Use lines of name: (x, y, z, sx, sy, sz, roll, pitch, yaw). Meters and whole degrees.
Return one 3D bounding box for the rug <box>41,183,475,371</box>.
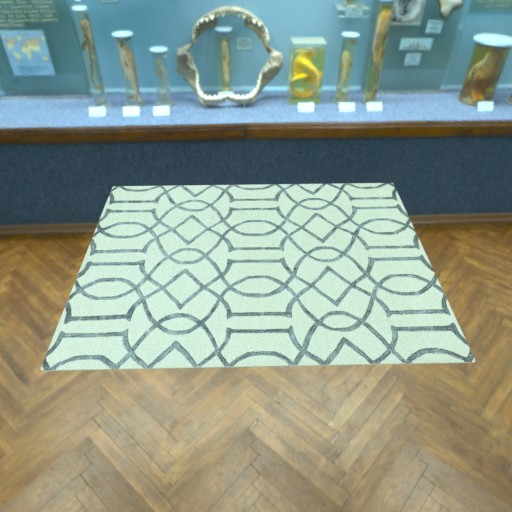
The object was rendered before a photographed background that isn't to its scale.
rug: (0.000, 0.000, 3.776, 2.910, 0.021, 2.211, -1, 42, -1)
